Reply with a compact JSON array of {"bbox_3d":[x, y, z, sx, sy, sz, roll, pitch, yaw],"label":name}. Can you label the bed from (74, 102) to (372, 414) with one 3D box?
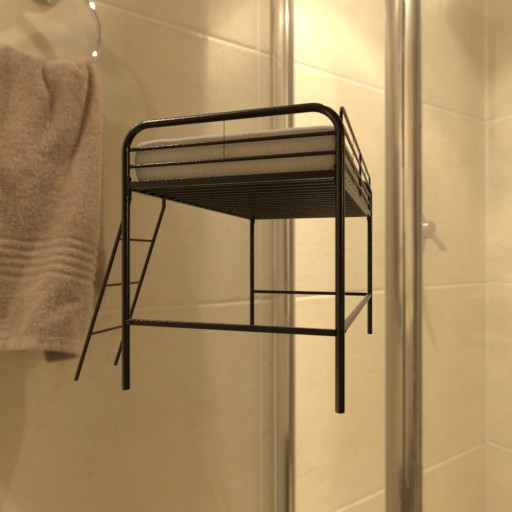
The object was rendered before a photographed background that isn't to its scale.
[{"bbox_3d":[0.000,0.000,2.950,1.393,1.289,1.968,0,0,18],"label":"bed"}]
